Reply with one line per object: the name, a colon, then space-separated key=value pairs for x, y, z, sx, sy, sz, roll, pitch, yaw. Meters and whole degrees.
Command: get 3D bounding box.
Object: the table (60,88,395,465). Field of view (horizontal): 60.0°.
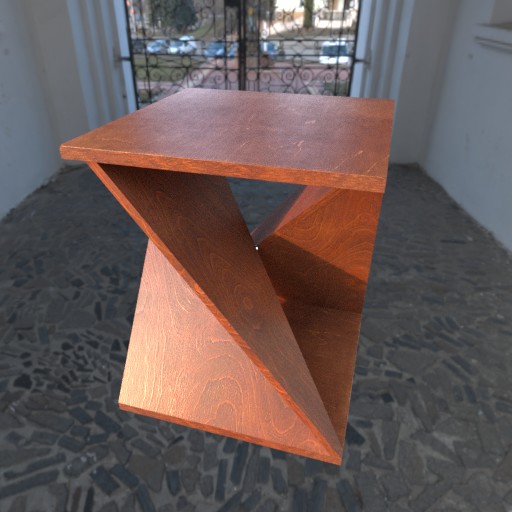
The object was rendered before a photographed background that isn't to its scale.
table: x=0.000 y=0.000 z=0.853 sx=0.427 sy=0.520 sz=0.427 roll=9 pitch=32 yaw=14
